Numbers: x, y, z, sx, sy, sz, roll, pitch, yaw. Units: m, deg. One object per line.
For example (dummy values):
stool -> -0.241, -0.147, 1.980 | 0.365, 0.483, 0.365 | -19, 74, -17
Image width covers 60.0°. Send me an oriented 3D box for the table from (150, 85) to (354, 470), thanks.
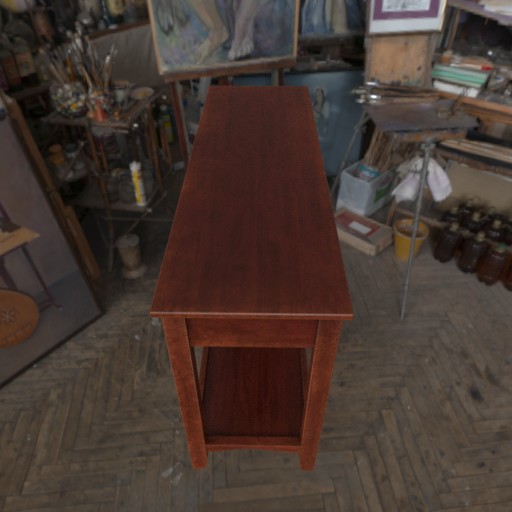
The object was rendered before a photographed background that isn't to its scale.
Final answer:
table -> 0.000, 0.000, 1.531 | 0.392, 0.739, 1.188 | 1, 41, 1
